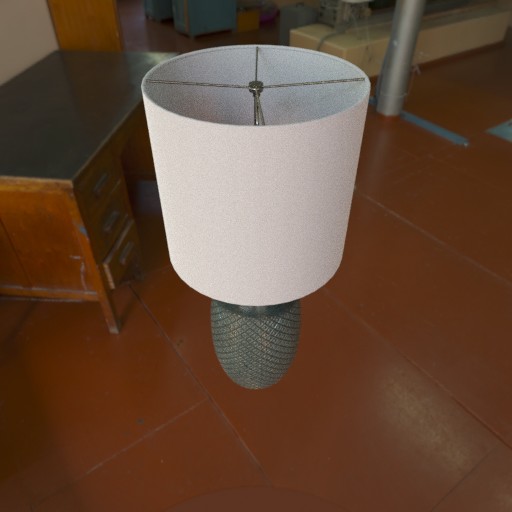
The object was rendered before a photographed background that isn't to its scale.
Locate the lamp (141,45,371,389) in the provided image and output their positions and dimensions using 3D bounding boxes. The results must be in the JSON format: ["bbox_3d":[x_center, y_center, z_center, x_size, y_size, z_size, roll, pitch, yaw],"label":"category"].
[{"bbox_3d":[0.000,0.000,0.574,0.217,0.453,0.217,-1,41,-1],"label":"lamp"}]
